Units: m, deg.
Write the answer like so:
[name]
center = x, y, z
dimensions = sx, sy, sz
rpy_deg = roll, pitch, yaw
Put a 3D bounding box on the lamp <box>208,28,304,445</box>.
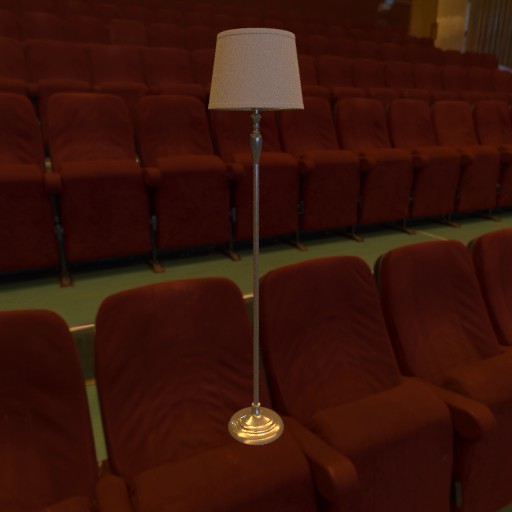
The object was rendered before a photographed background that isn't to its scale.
[lamp]
center = 0.000, 0.000, 1.670
dimensions = 0.327, 1.506, 0.327
rpy_deg = -8, 18, -26
